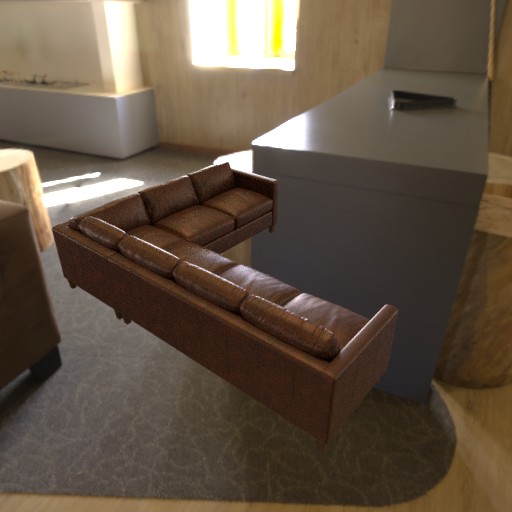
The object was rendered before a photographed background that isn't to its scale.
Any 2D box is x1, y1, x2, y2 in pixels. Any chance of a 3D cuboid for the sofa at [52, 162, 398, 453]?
[{"bbox_3d":[0.000,0.000,4.353,3.152,0.836,2.438,22,37,33],"label":"sofa"}]
